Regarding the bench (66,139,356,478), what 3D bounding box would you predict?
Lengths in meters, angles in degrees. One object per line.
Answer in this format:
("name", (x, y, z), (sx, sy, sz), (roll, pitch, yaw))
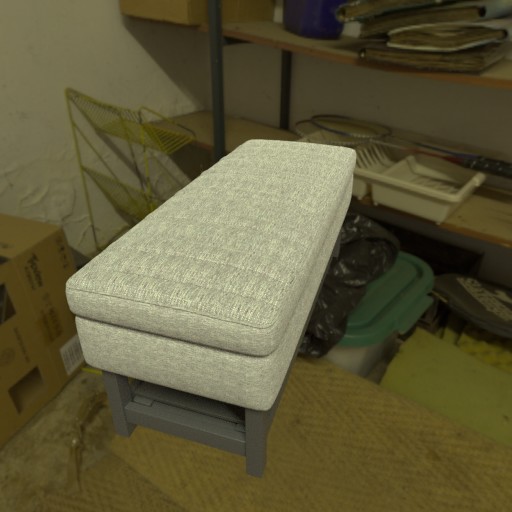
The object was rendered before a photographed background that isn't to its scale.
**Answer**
("bench", (0.000, 0.000, 1.311), (0.429, 0.470, 1.100), (9, 31, 16))
